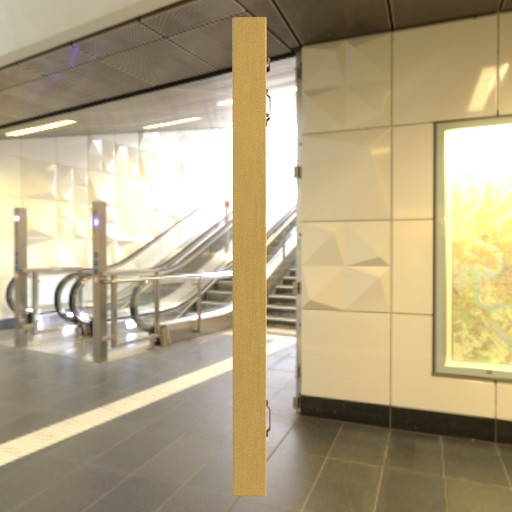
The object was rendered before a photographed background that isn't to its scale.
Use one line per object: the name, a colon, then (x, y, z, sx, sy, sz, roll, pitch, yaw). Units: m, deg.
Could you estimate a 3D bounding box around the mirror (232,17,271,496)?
mirror: (0.000, 0.000, 0.673, 0.041, 0.509, 0.406, 0, 1, 1)
